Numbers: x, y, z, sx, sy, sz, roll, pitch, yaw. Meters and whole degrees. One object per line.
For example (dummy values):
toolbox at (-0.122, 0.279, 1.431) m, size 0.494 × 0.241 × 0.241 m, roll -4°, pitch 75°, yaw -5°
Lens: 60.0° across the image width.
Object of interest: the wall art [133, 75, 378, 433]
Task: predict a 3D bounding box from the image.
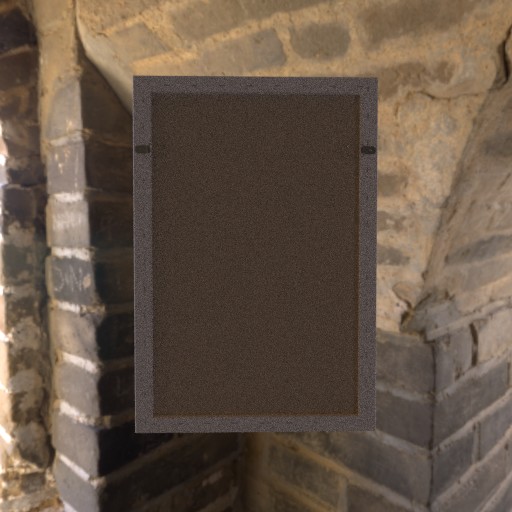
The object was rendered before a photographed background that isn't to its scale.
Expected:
wall art at (0.000, 0.000, 1.158) m, size 0.624 × 0.914 × 0.043 m, roll 0°, pitch 2°, yaw -1°
